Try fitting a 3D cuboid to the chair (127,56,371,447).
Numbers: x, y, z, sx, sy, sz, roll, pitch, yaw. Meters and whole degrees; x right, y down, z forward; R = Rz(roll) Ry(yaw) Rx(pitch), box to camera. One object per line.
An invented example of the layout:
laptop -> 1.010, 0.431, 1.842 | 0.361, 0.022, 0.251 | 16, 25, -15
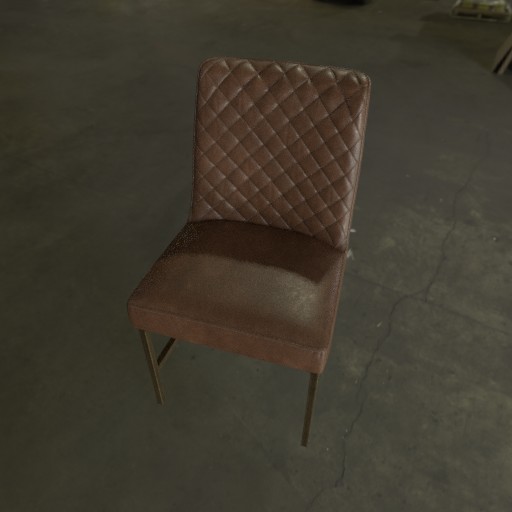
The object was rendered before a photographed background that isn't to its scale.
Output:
chair -> 0.000, 0.000, 1.245 | 0.508, 0.889, 0.587 | 11, 41, 13
